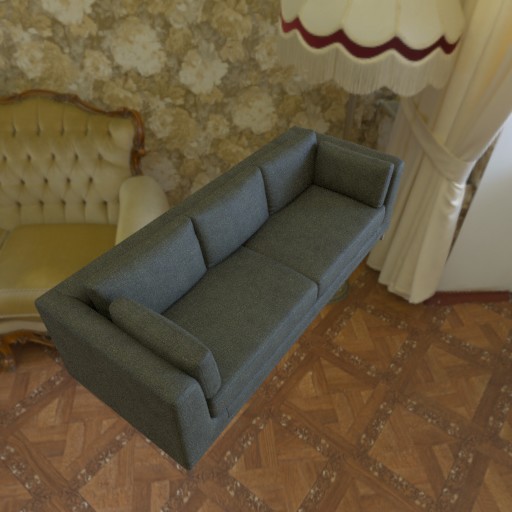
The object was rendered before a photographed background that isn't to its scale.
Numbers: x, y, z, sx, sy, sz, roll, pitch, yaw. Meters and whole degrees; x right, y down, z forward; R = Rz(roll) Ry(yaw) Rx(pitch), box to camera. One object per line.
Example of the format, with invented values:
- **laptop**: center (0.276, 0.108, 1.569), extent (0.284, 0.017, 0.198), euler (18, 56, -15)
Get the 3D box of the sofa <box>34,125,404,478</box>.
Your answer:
- **sofa**: center (0.000, 0.000, 2.907), extent (0.969, 0.867, 2.415), euler (26, 48, 26)
